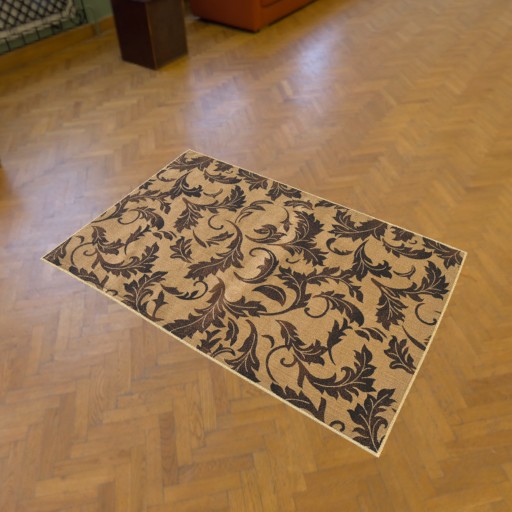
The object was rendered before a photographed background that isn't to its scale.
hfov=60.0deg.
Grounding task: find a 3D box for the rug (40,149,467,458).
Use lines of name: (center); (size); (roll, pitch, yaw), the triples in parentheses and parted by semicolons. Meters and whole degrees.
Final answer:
rug: (0.000, 0.000, 2.828); (2.284, 0.008, 1.522); (24, 50, 22)
